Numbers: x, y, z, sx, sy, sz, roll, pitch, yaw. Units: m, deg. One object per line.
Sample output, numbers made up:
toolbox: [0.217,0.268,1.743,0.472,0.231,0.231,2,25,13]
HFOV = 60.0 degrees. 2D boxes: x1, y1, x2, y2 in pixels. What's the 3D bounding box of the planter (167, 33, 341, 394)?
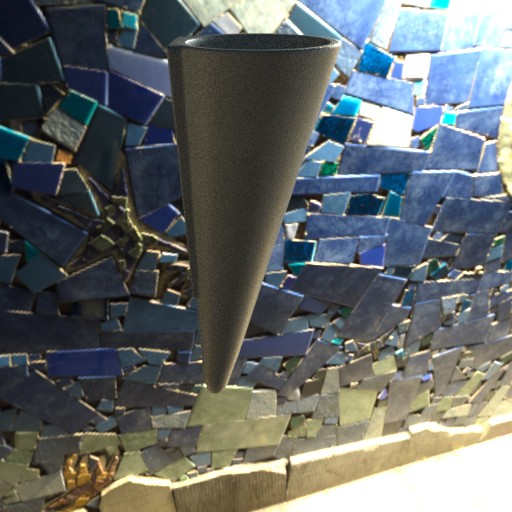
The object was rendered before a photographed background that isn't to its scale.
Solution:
planter: [0.000,0.000,0.218,0.064,0.191,0.057,-1,32,-1]
